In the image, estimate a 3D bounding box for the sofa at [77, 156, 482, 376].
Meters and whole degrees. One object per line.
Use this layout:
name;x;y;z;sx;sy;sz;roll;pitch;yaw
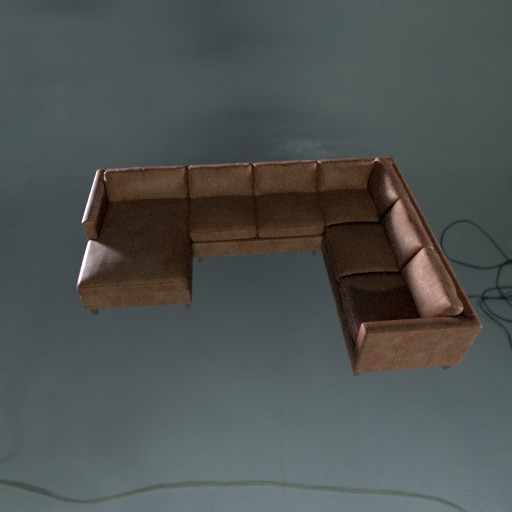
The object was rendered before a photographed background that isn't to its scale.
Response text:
sofa;0.000;0.000;4.450;3.401;0.832;2.430;-3;46;-3
